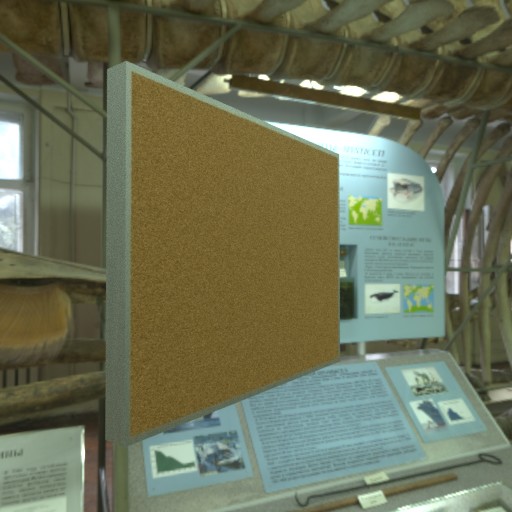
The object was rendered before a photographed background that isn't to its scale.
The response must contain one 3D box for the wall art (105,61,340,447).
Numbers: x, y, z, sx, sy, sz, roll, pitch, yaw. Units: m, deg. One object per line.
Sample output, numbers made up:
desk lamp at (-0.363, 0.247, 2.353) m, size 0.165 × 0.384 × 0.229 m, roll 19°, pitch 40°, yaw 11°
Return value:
wall art at (0.000, 0.000, 0.750) m, size 0.037 × 0.450 × 0.557 m, roll -1°, pitch -1°, yaw 37°
